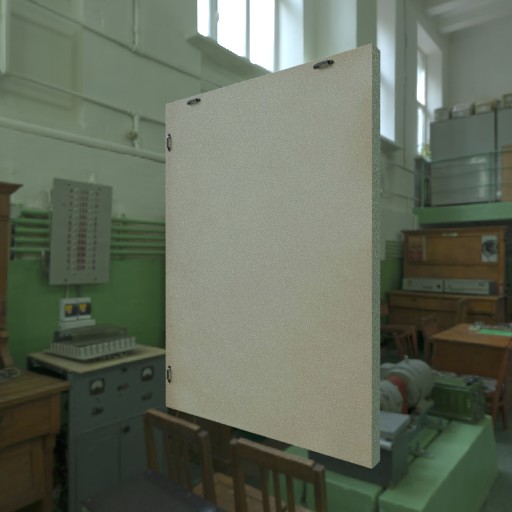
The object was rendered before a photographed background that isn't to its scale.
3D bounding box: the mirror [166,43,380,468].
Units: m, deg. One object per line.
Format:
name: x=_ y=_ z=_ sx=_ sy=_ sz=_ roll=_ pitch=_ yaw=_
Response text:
mirror: x=0.000 y=0.000 z=0.902 sx=0.507 sy=0.710 sz=0.040 roll=0 pitch=0 yaw=37
